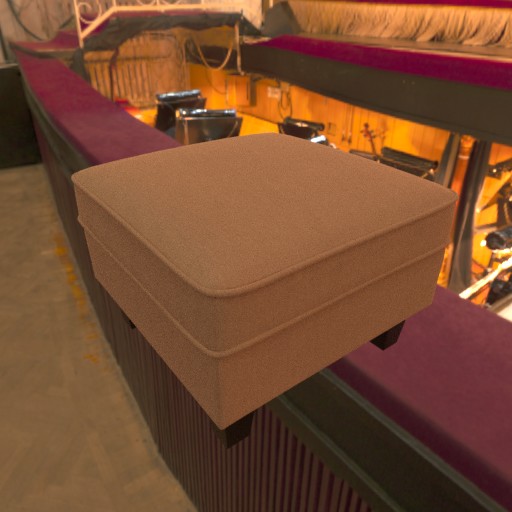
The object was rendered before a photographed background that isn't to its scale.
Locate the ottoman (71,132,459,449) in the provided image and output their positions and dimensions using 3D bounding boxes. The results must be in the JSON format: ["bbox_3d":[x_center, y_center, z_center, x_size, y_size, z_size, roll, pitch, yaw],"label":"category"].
[{"bbox_3d":[0.000,0.000,1.020,0.613,0.438,0.616,-20,36,-31],"label":"ottoman"}]
